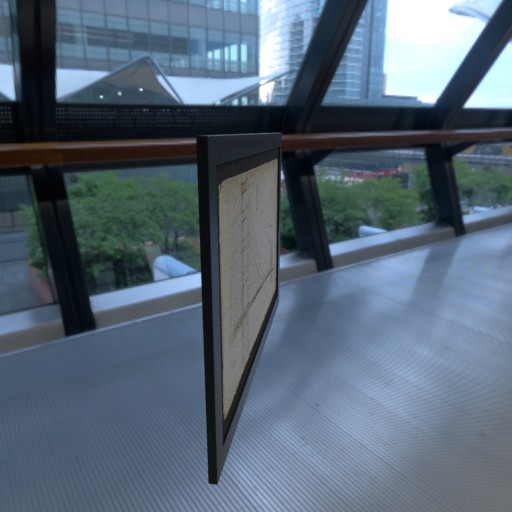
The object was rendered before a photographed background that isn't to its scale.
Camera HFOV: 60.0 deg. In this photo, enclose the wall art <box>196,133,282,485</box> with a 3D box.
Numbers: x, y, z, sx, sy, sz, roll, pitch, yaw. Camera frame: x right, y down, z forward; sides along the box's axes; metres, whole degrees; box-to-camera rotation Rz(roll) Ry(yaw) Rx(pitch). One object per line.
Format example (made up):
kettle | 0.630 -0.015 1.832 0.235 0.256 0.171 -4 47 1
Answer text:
wall art | 0.000 0.000 0.841 0.013 0.447 0.660 3 16 10
